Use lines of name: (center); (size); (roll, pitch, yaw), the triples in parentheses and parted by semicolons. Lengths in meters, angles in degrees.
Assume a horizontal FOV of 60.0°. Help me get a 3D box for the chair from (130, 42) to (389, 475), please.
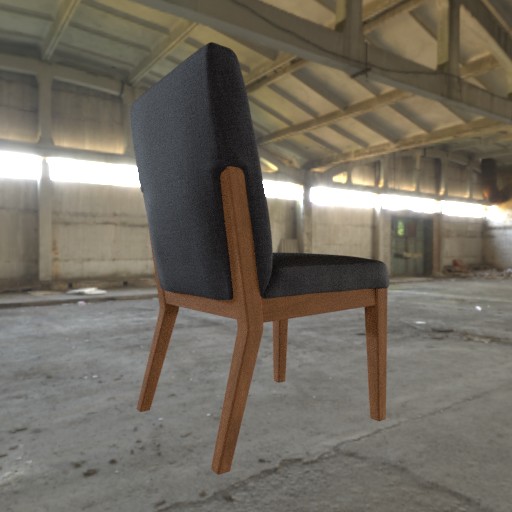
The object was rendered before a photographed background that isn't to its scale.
chair: (0.000, 0.000, 1.268); (0.586, 0.911, 0.507); (0, 0, -35)
